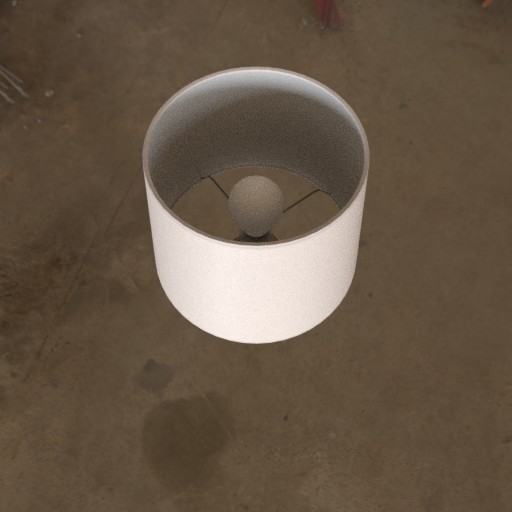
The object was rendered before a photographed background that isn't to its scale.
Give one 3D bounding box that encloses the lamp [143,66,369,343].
[{"bbox_3d":[0.000,0.000,0.584,0.251,0.435,0.251,0,64,0],"label":"lamp"}]
